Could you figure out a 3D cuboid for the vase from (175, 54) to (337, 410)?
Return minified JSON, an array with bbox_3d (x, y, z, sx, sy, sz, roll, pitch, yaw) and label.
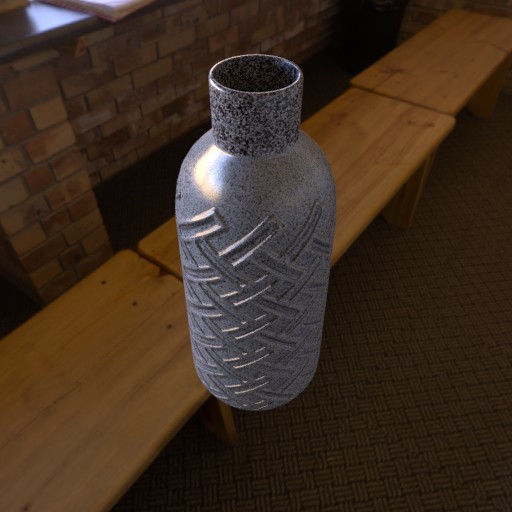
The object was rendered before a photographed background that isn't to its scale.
[{"bbox_3d":[0.000,0.000,0.339,0.122,0.282,0.122,0,46,0],"label":"vase"}]
